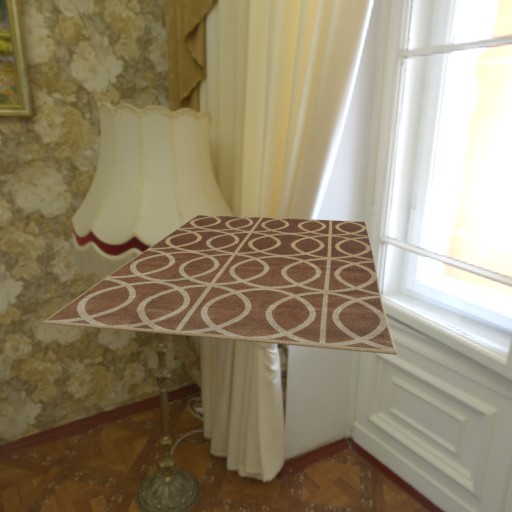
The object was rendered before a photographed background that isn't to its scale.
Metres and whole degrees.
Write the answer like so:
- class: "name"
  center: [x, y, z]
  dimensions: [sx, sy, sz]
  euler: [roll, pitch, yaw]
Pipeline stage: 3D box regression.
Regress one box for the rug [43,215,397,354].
- class: "rug"
  center: [0.000, 0.000, 2.911]
  dimensions: [1.528, 0.014, 2.294]
  euler: [3, 18, 10]
